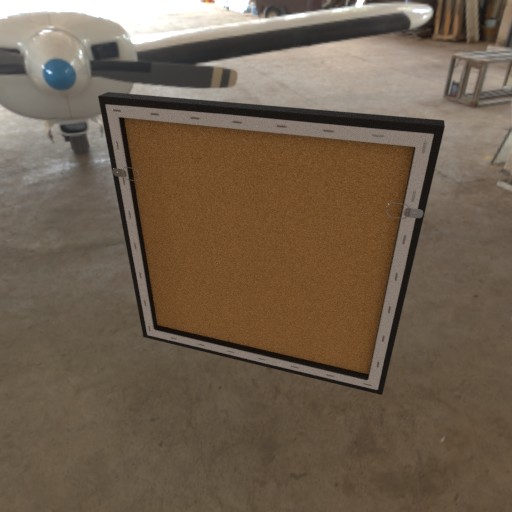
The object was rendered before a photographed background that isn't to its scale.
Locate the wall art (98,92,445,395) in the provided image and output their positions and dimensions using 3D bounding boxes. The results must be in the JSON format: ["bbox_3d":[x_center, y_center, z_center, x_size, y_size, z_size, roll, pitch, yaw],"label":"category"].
[{"bbox_3d":[0.000,0.000,1.153,0.758,0.758,0.044,10,34,15],"label":"wall art"}]
